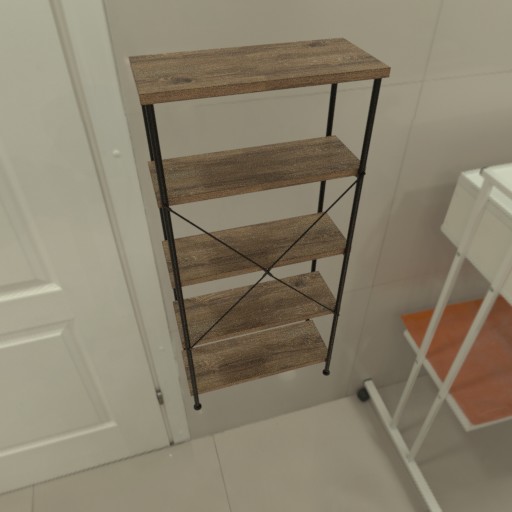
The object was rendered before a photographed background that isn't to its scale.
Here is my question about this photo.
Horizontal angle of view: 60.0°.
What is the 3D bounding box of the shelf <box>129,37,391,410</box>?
[{"bbox_3d":[0.000,0.000,2.024,0.800,1.700,0.360,-11,42,-13],"label":"shelf"}]
